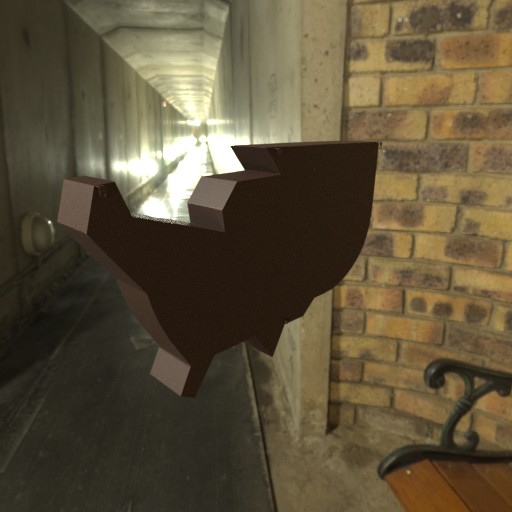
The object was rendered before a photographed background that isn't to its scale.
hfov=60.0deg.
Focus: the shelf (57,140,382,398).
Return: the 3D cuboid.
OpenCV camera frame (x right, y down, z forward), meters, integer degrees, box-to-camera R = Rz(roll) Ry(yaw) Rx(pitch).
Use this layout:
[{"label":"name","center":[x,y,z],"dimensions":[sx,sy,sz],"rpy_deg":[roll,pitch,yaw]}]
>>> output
[{"label":"shelf","center":[0.000,0.000,0.911],"dimensions":[0.729,0.439,0.112],"rpy_deg":[-16,23,-42]}]
